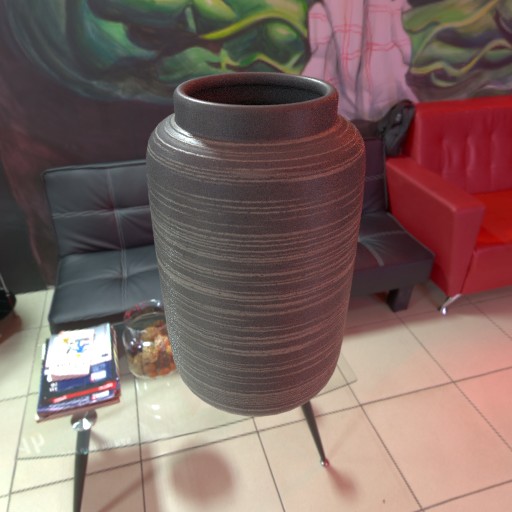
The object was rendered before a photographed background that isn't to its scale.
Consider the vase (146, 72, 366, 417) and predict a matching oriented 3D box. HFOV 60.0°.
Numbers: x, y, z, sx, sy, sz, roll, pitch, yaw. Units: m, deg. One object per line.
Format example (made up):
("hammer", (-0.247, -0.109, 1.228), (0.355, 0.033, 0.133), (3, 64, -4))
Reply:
("vase", (0.000, 0.000, 0.684), (0.297, 0.499, 0.297), (0, 33, 0))
